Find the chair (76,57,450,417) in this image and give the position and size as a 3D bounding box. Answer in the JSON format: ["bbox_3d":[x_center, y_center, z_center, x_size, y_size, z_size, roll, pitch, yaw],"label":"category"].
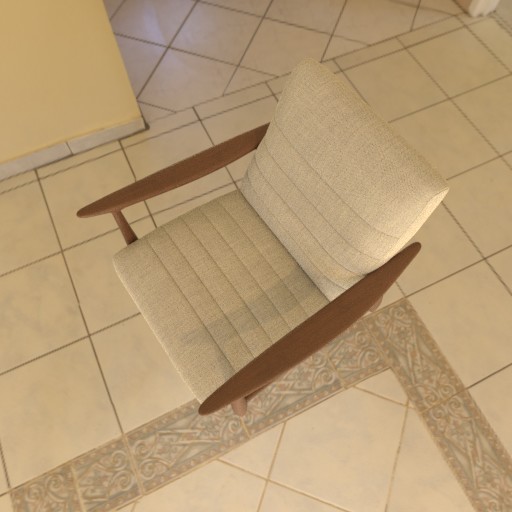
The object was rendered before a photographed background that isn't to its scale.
[{"bbox_3d":[0.000,0.000,1.427,0.798,0.832,0.741,-33,69,-14],"label":"chair"}]
